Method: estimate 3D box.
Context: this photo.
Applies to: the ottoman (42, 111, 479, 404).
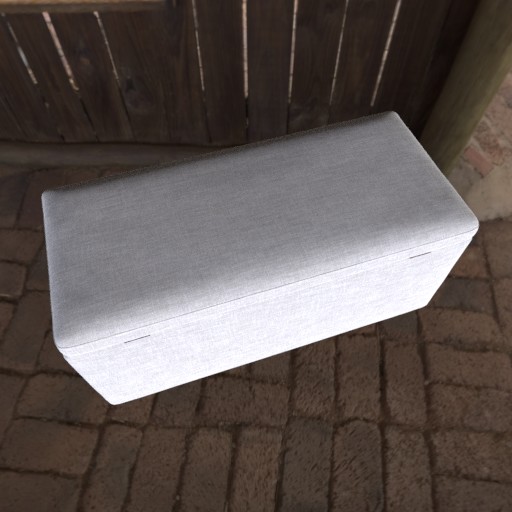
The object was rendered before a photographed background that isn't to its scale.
[{"bbox_3d":[0.000,0.000,1.117,0.902,0.432,0.419,-15,58,-10],"label":"ottoman"}]
